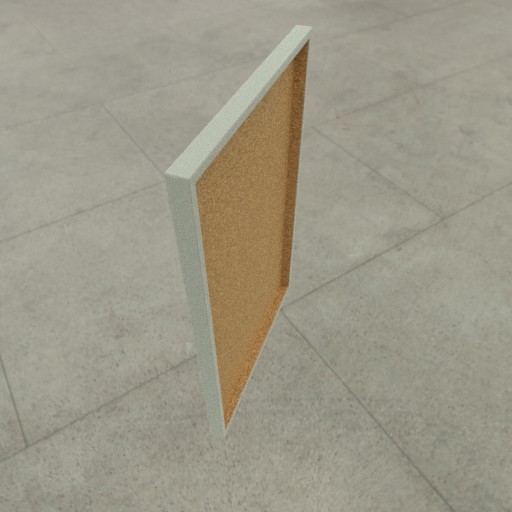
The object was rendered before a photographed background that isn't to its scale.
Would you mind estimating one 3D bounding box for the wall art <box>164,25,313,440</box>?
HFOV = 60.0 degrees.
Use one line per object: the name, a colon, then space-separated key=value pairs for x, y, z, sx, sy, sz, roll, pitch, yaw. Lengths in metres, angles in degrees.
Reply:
wall art: x=0.000 y=0.000 z=1.139 sx=0.038 sy=0.914 sz=0.610 roll=16 pitch=48 yaw=14
